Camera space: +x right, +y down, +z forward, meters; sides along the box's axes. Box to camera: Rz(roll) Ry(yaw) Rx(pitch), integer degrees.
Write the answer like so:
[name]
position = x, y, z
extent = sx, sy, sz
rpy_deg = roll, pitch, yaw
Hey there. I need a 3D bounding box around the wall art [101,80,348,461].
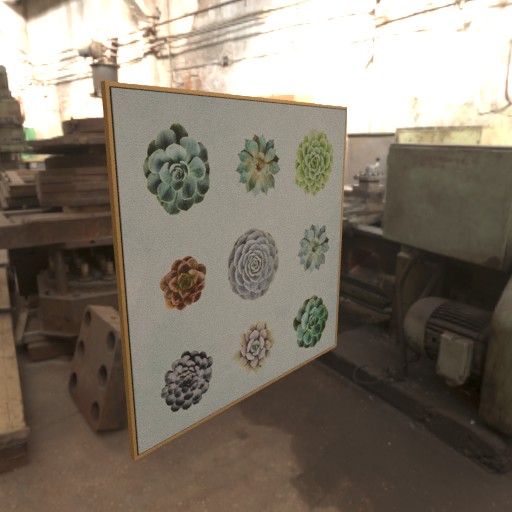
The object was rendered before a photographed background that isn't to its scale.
[wall art]
position = 0.000, 0.000, 0.967
extent = 0.014, 0.655, 0.657
rpy_deg = 13, 19, 42
